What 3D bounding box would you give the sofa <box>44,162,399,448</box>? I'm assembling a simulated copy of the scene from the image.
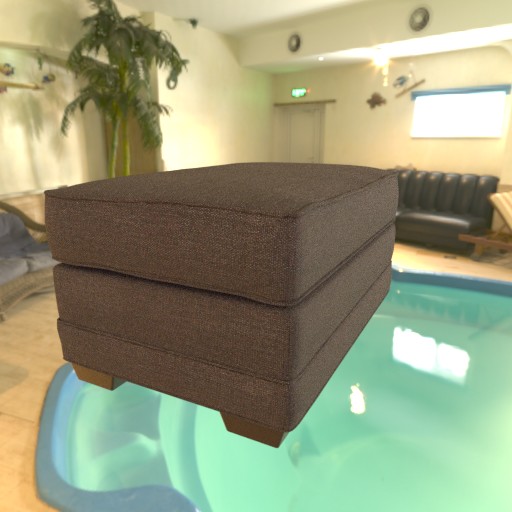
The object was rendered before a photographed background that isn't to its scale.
[{"bbox_3d":[0.000,0.000,1.177,0.578,0.457,0.854,8,17,26],"label":"sofa"}]
